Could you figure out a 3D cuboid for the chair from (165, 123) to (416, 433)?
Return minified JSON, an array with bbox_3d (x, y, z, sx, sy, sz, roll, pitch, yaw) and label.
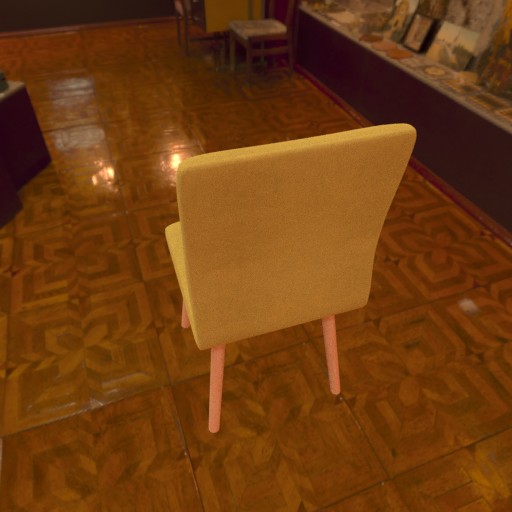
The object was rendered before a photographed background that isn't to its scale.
[{"bbox_3d":[0.000,0.000,1.259,0.450,0.965,0.550,-13,44,-13],"label":"chair"}]
